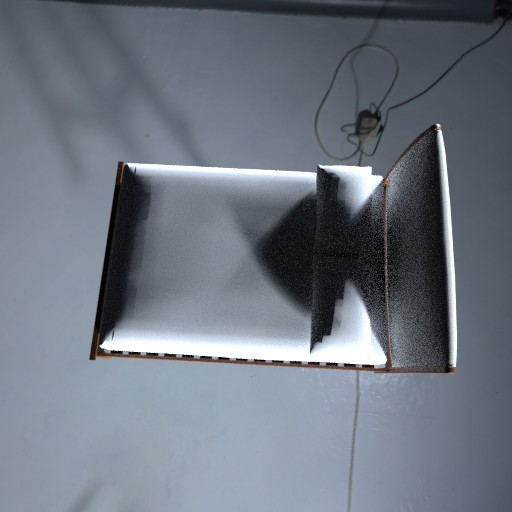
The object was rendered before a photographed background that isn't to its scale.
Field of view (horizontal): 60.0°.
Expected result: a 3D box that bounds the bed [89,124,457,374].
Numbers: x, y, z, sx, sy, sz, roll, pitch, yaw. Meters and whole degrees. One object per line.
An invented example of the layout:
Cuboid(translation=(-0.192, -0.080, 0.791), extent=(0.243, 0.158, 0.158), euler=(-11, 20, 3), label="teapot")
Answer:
Cuboid(translation=(0.000, 0.000, 3.269), extent=(2.380, 1.250, 1.612), euler=(3, 75, 1), label="bed")
